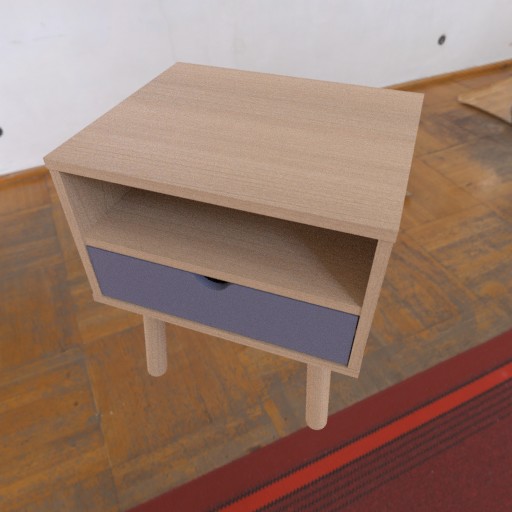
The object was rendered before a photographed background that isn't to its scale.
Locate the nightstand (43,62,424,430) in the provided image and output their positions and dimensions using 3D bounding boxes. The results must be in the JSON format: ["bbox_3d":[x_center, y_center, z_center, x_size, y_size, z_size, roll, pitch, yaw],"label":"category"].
[{"bbox_3d":[0.000,0.000,0.827,0.450,0.530,0.380,13,44,14],"label":"nightstand"}]
